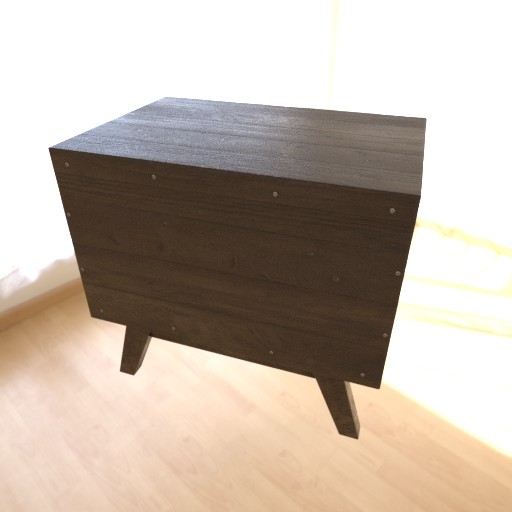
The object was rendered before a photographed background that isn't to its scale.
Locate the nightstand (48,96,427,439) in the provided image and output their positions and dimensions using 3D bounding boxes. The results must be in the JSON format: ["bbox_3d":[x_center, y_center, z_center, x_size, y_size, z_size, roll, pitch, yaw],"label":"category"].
[{"bbox_3d":[0.000,0.000,1.055,0.650,0.599,0.450,10,34,16],"label":"nightstand"}]
